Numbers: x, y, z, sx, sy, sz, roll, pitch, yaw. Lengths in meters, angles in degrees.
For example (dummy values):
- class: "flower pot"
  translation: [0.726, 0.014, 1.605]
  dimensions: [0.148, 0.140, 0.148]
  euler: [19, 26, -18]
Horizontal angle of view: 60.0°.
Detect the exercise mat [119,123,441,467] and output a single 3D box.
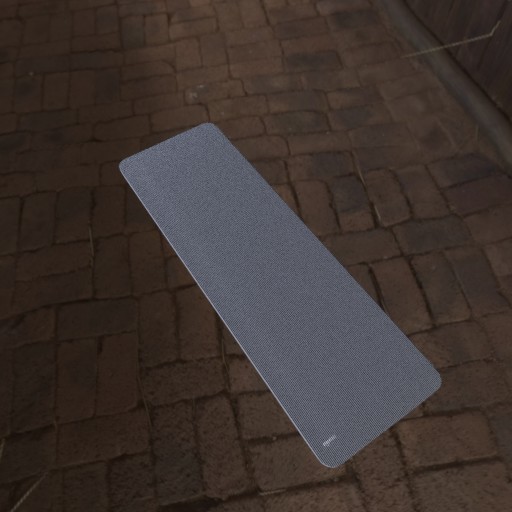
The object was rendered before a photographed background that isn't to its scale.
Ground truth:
- class: "exercise mat"
  translation: [0.000, 0.000, 2.136]
  dimensions: [0.616, 0.021, 1.884]
  euler: [-30, 62, -17]
